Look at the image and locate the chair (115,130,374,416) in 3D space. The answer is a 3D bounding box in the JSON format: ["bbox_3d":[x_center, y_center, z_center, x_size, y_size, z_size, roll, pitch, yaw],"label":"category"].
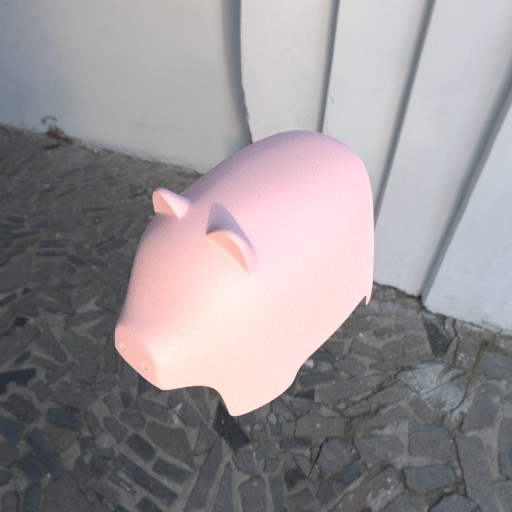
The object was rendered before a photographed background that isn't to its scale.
[{"bbox_3d":[0.000,0.000,0.881,0.364,0.423,0.619,32,54,27],"label":"chair"}]
